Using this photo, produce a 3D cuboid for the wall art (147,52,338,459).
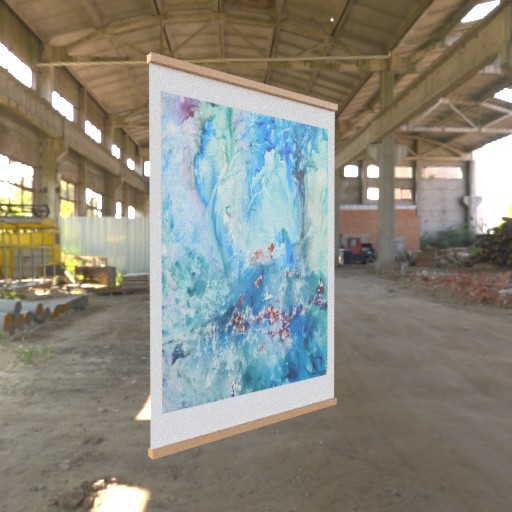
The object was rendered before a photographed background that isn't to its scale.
[{"bbox_3d":[0.000,0.000,1.320,0.669,1.020,0.027,-1,1,-37],"label":"wall art"}]
